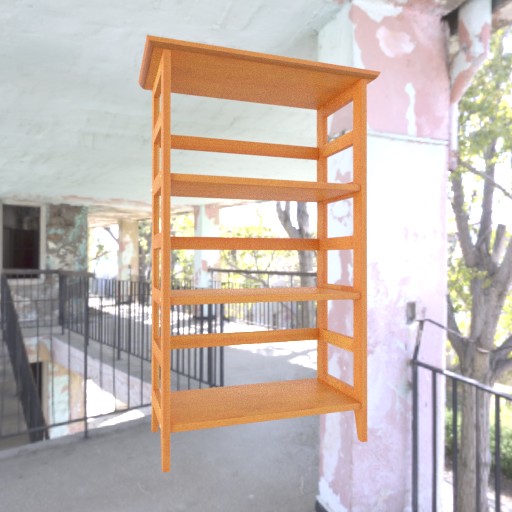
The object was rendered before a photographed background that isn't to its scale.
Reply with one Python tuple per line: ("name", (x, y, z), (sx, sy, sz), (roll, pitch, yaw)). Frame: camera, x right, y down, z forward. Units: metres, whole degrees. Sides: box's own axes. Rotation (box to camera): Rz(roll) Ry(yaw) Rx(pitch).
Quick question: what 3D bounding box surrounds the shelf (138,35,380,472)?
("shelf", (0.000, 0.000, 1.319), (0.660, 1.067, 0.305), (0, 0, -19))
